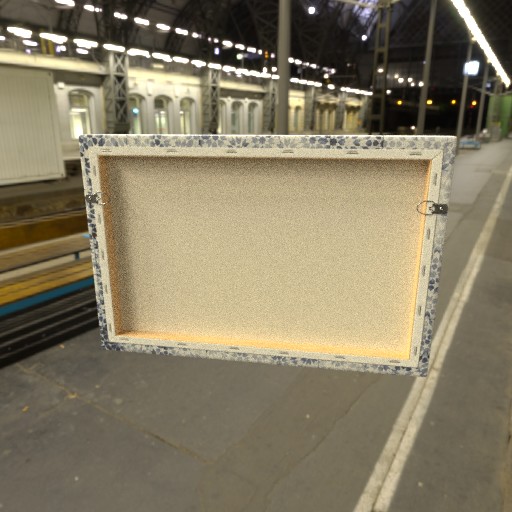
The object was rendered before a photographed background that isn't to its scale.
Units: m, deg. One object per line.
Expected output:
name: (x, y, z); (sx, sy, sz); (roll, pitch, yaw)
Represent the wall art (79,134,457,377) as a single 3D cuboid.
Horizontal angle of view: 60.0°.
wall art: (0.000, 0.000, 0.773); (0.608, 0.406, 0.030); (3, 17, 9)
